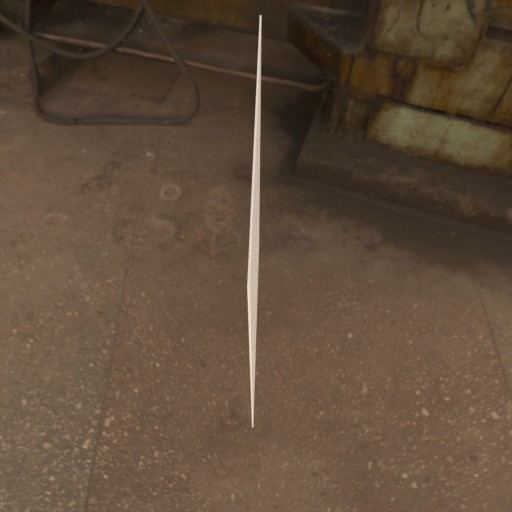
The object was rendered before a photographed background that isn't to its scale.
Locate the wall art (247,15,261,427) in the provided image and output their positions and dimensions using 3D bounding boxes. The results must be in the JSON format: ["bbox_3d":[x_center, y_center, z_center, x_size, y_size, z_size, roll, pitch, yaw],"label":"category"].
[{"bbox_3d":[0.000,0.000,0.790,0.003,0.610,0.457,1,57,1],"label":"wall art"}]
